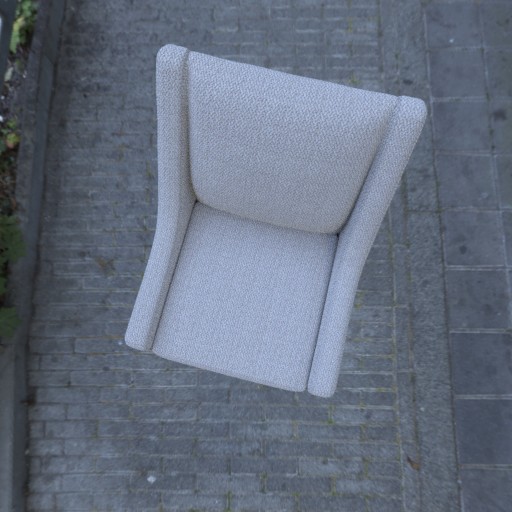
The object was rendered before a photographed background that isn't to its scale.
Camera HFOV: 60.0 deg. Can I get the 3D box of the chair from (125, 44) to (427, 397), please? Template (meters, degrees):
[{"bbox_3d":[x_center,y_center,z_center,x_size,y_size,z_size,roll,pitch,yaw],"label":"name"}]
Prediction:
[{"bbox_3d":[0.000,0.000,1.600,0.774,1.014,0.870,14,78,3],"label":"chair"}]
